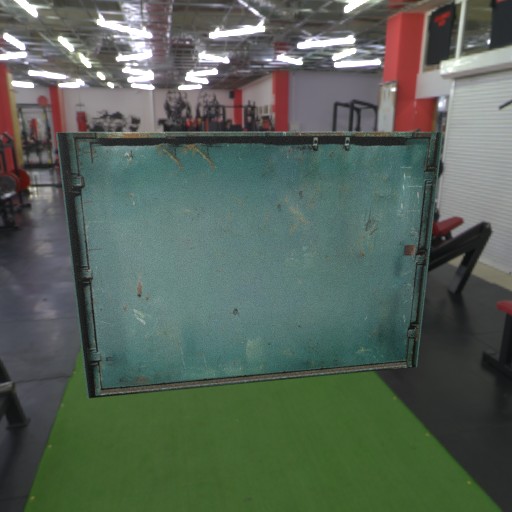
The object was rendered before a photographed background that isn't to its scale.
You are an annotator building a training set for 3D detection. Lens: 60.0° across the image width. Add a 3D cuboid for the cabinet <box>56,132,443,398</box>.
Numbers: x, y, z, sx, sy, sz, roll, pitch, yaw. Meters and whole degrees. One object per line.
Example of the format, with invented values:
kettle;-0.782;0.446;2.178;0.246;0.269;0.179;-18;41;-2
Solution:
cabinet;0.000;0.000;4.009;3.001;2.160;0.680;-3;16;-10
